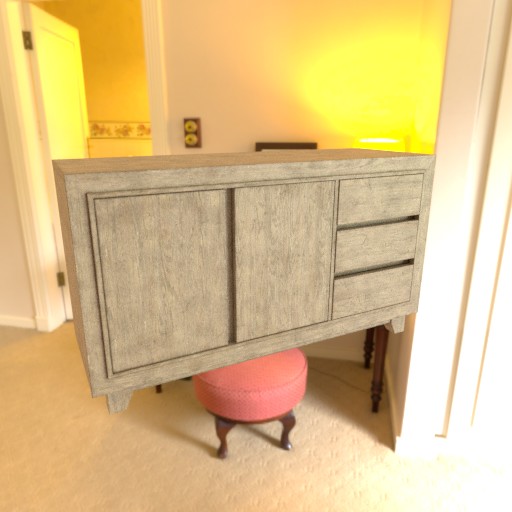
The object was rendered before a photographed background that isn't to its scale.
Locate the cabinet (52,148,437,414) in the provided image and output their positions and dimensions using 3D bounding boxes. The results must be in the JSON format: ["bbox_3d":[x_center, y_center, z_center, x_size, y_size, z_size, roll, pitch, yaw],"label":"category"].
[{"bbox_3d":[0.000,0.000,1.885,1.460,0.825,0.511,-9,19,-26],"label":"cabinet"}]
